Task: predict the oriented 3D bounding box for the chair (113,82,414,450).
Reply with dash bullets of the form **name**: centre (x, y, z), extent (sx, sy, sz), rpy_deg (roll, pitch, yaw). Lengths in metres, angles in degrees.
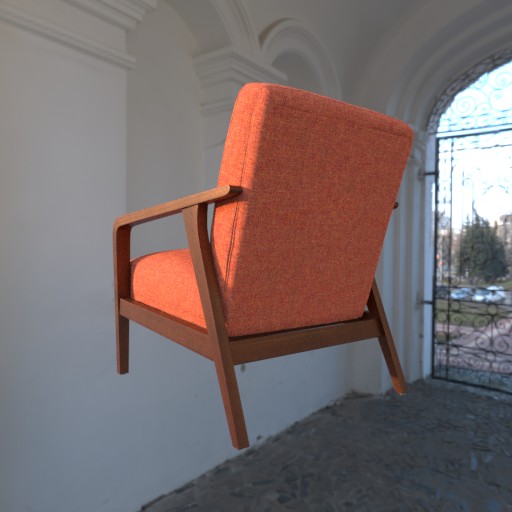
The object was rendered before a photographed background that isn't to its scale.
- **chair**: centre (0.000, 0.000, 1.519), extent (0.719, 0.890, 0.860), rpy_deg (-1, 2, -37)
